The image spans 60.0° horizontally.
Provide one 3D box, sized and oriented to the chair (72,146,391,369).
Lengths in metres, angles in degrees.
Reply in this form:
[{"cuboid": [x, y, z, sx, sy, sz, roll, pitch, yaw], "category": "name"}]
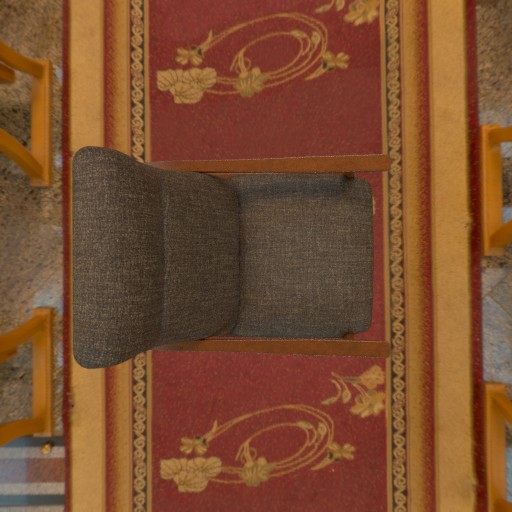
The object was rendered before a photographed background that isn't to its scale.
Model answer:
[{"cuboid": [0.000, 0.000, 1.749, 1.014, 1.082, 0.762, 0, 90, 1], "category": "chair"}]
